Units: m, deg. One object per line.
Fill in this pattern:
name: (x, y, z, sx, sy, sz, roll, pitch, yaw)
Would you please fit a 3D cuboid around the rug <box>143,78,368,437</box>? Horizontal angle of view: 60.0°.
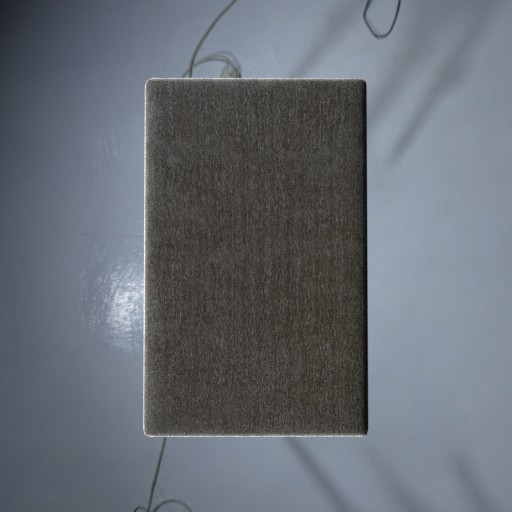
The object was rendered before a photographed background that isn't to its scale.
rug: (0.000, 0.000, 3.054, 1.539, 0.024, 2.469, 0, 89, 0)
